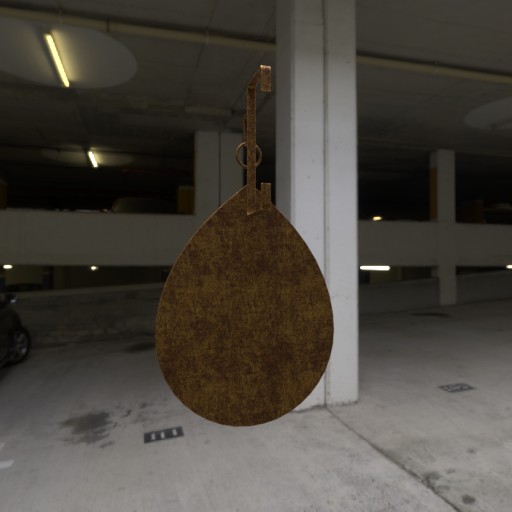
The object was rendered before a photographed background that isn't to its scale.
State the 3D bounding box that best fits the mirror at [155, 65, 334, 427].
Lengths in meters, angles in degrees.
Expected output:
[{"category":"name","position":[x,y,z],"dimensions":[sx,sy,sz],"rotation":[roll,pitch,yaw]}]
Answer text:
[{"category":"mirror","position":[0.000,0.000,0.926],"dimensions":[0.405,0.744,0.144],"rotation":[0,-1,-16]}]
